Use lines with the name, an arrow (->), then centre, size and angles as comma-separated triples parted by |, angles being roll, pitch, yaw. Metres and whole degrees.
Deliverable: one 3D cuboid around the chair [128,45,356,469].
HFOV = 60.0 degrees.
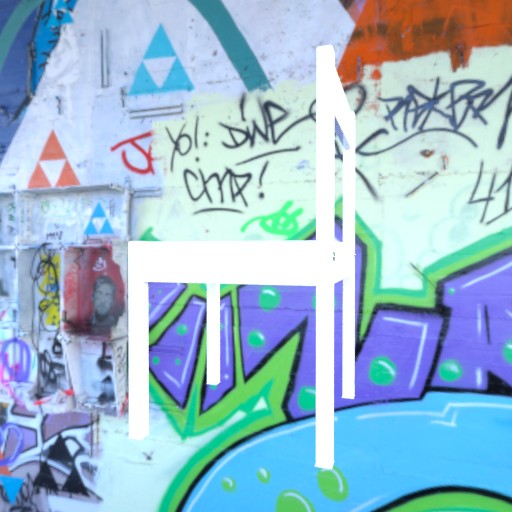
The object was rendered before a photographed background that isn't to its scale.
chair -> 0.000, 0.000, 0.705 | 0.285, 0.505, 0.285 | 0, 1, 18
